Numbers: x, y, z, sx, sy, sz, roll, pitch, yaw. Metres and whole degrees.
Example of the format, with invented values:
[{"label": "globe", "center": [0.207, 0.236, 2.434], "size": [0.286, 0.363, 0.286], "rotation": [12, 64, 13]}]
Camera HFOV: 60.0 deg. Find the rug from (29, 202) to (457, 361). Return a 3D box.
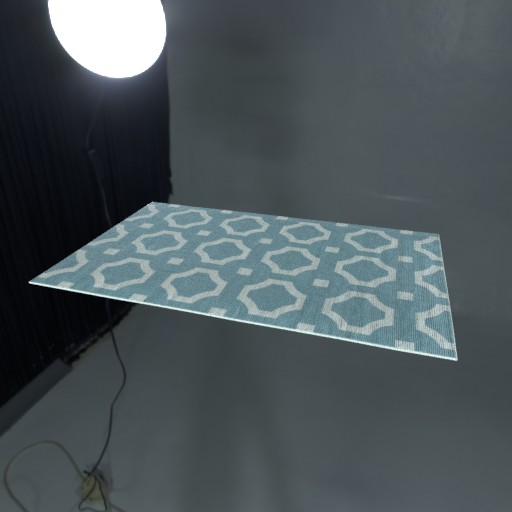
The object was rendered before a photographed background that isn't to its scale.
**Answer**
[{"label": "rug", "center": [0.000, 0.000, 3.040], "size": [2.443, 0.015, 1.528], "rotation": [8, 28, 15]}]
